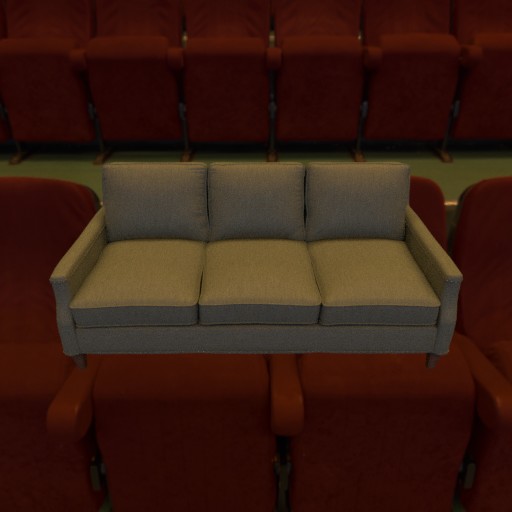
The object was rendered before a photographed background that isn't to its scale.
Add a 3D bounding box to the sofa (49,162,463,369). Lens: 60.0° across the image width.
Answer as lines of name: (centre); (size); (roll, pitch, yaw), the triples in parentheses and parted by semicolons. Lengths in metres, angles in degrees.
sofa: (0.000, 0.000, 2.841); (2.246, 1.003, 1.084); (0, 31, 0)
